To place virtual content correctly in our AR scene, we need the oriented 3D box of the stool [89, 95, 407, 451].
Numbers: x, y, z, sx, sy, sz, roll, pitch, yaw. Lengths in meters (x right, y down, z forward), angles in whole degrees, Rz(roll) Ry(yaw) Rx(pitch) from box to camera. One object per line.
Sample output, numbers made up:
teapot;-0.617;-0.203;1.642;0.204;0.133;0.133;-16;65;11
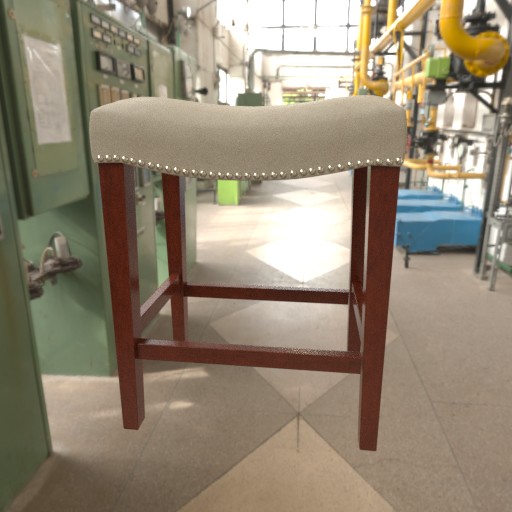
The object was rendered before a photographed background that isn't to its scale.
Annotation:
stool;0.000;0.000;0.936;0.509;0.632;0.375;2;17;7
